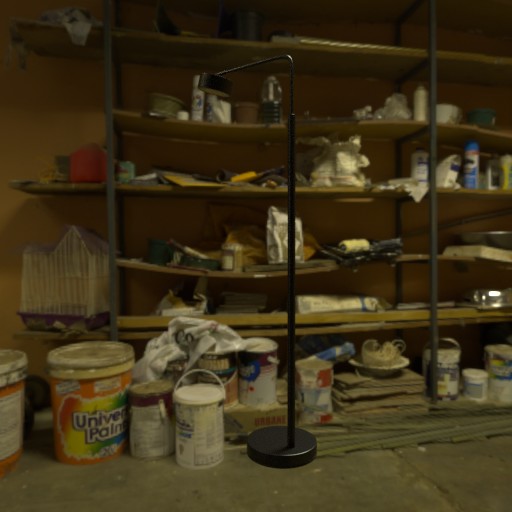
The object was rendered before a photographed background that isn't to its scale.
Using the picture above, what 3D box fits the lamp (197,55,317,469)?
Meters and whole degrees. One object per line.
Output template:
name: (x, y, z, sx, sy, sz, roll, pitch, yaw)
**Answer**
lamp: (0.000, 0.000, 1.443, 0.418, 1.230, 0.219, 1, 1, 36)
